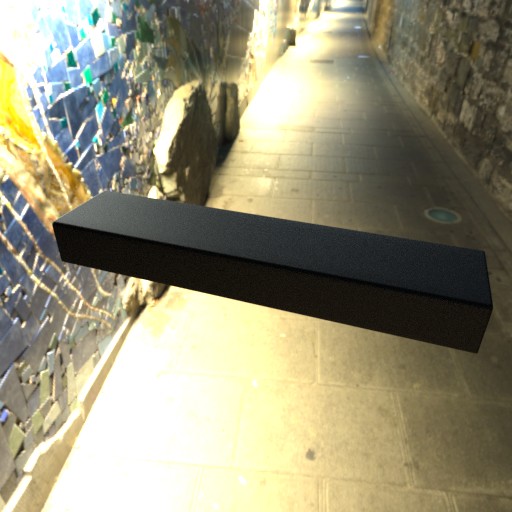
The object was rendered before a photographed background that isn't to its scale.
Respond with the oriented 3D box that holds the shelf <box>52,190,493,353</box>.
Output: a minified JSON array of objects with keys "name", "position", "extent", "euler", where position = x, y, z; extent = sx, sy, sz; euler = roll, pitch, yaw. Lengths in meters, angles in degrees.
[{"name":"shelf","position":[0.000,0.000,0.487],"extent":[0.456,0.053,0.102],"euler":[11,33,17]}]
